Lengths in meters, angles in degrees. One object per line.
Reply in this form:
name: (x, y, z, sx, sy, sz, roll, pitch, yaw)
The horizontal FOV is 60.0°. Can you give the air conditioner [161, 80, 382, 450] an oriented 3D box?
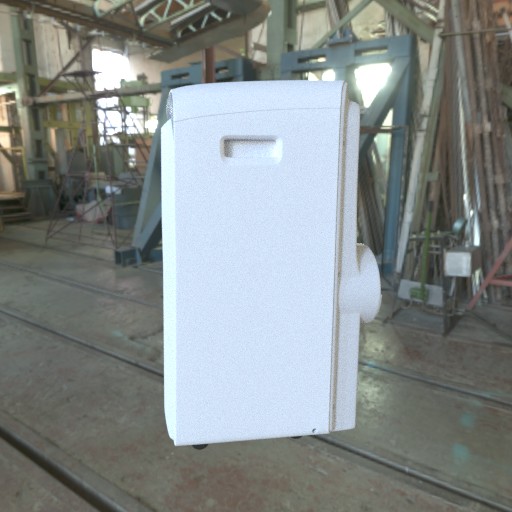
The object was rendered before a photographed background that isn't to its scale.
air conditioner: (0.000, 0.000, 1.082, 0.467, 0.765, 0.478, -2, 13, -10)
